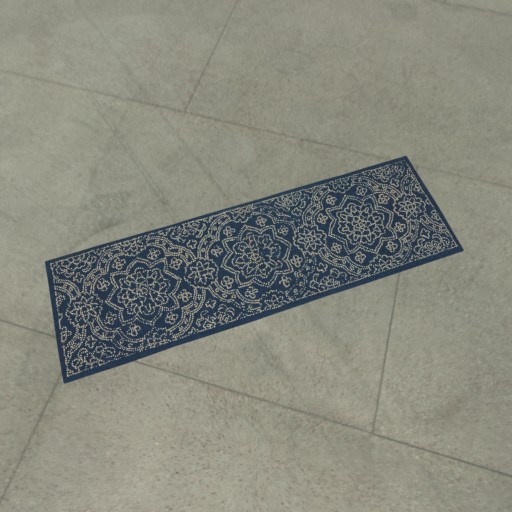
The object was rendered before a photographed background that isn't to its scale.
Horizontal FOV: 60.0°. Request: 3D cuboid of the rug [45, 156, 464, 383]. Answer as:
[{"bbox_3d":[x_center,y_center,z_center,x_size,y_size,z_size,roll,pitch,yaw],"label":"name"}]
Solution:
[{"bbox_3d":[0.000,0.000,2.701,2.448,0.012,0.769,-17,66,-8],"label":"rug"}]
